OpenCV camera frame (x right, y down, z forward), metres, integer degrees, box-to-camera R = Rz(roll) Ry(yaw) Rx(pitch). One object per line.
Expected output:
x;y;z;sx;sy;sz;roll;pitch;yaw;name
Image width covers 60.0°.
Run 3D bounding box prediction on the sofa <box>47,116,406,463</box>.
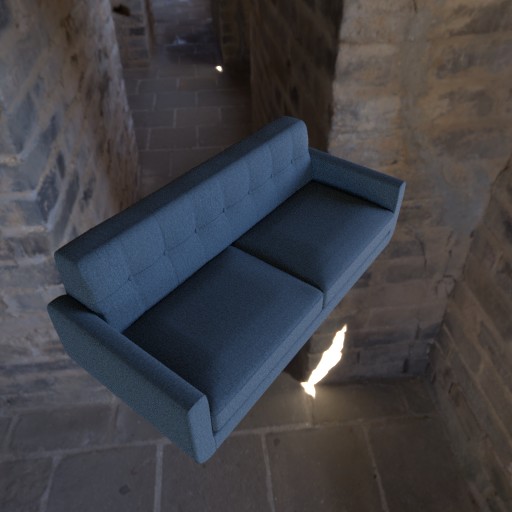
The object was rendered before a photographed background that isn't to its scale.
0.000;0.000;2.572;0.942;0.884;2.055;27;48;27;sofa
